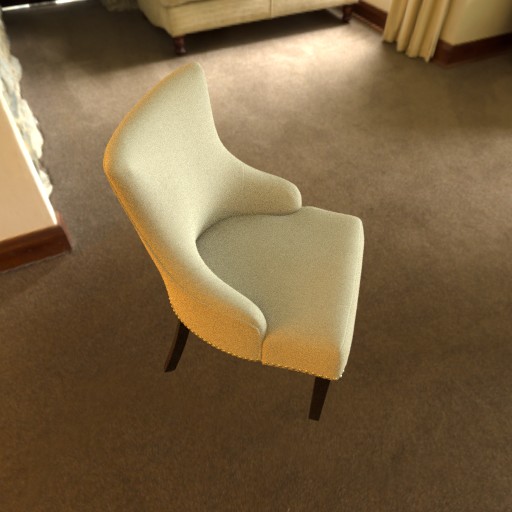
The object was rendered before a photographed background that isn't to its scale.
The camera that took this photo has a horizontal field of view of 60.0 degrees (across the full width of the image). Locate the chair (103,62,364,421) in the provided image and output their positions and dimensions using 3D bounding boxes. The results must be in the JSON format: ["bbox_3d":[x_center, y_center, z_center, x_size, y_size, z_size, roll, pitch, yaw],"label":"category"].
[{"bbox_3d":[0.000,0.000,1.324,0.629,0.909,0.566,11,48,10],"label":"chair"}]
